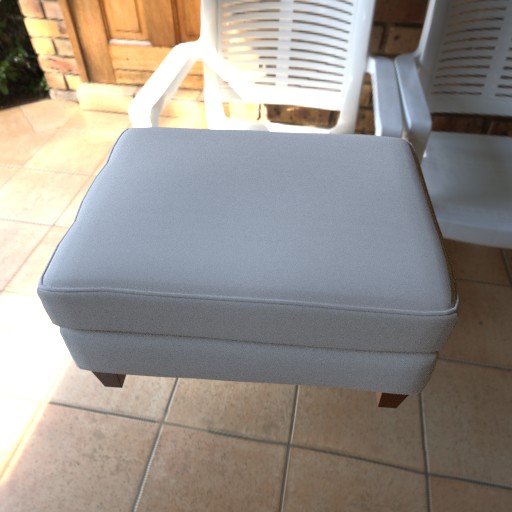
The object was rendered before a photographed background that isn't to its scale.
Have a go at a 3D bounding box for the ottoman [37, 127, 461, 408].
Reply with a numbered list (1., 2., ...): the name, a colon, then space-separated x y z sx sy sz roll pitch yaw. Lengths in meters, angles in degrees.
1. ottoman: 0.000 0.000 1.152 0.818 0.479 0.634 3 46 3
